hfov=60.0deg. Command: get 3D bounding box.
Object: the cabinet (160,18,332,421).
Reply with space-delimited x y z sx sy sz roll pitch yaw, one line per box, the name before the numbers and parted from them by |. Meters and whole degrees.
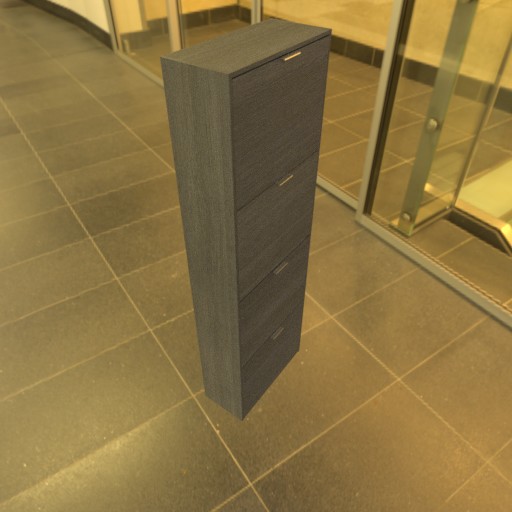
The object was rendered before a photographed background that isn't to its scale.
cabinet | 0.000 0.000 1.813 0.255 1.630 0.520 25 47 27
